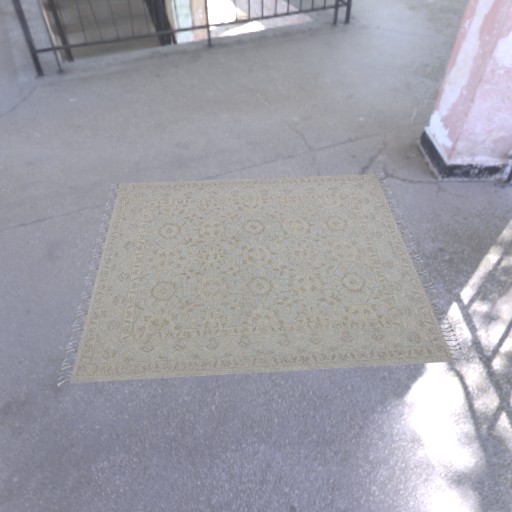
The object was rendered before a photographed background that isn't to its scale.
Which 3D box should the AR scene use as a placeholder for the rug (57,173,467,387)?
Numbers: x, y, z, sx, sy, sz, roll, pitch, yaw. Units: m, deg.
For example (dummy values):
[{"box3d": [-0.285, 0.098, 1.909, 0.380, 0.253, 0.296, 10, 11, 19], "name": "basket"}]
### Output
[{"box3d": [0.000, 0.000, 4.103, 3.043, 0.013, 2.444, -3, 46, -2], "name": "rug"}]
